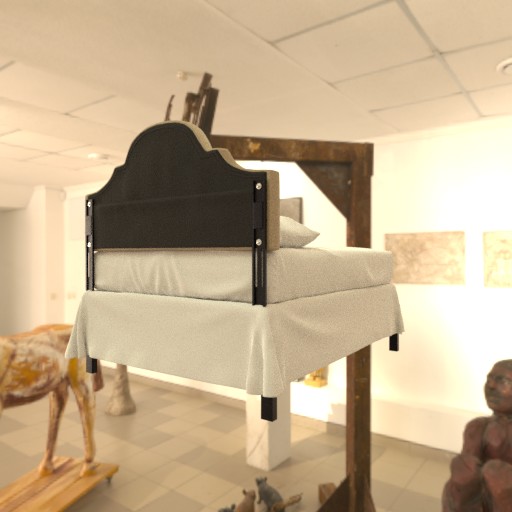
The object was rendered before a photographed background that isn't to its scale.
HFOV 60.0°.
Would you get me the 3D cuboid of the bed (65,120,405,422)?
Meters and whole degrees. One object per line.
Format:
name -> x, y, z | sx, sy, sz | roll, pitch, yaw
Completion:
bed -> 0.000, 0.000, 3.457 | 1.780, 1.634, 2.222 | 0, 1, 36
